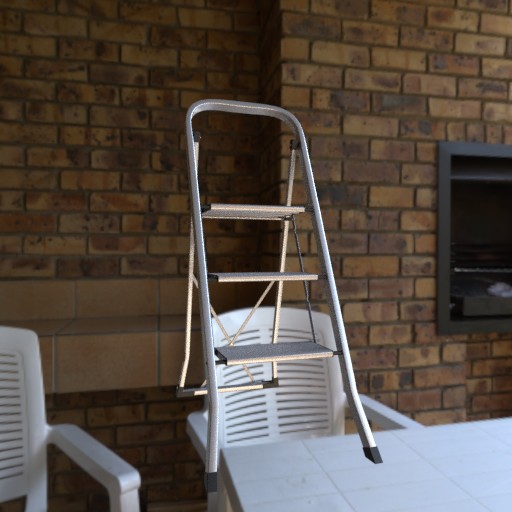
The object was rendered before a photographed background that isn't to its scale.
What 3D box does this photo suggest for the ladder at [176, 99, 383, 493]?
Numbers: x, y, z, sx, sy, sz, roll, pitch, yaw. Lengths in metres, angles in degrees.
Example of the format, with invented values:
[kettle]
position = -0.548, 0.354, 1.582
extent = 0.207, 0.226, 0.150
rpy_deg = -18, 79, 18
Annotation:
[ladder]
position = 0.000, 0.000, 1.407
extent = 0.465, 1.070, 0.704
rpy_deg = 0, 1, -18
